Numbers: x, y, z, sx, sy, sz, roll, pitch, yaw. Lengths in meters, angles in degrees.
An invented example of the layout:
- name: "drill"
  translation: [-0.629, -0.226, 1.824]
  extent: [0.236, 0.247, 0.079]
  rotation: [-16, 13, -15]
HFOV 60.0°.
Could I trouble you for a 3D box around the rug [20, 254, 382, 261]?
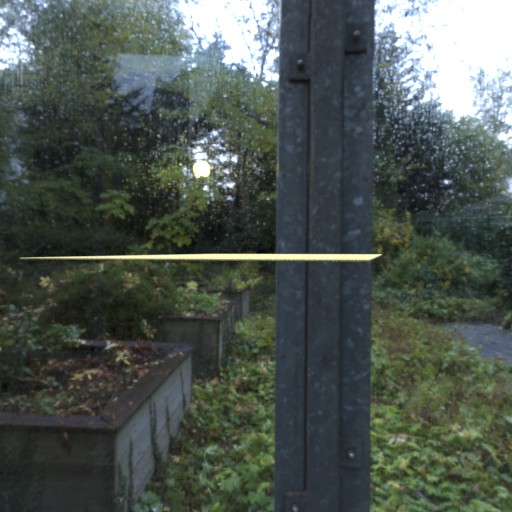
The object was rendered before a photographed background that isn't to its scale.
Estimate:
- name: "rug"
  translation: [0.000, 0.000, 2.862]
  extent: [1.524, 0.006, 2.286]
  rotation: [0, 1, 17]
